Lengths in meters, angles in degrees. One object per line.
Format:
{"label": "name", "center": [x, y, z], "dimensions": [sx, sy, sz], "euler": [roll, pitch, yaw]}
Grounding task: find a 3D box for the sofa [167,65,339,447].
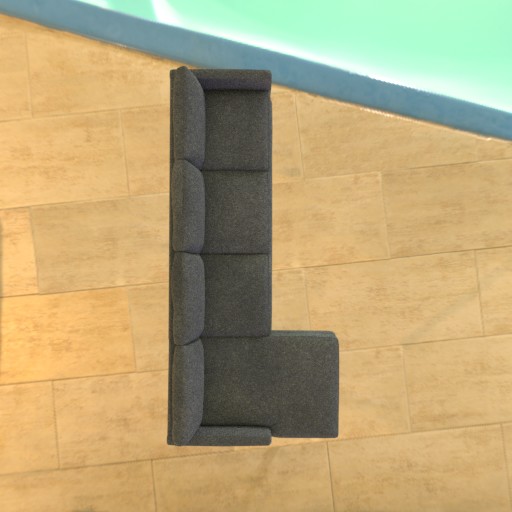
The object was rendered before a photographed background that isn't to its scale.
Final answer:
{"label": "sofa", "center": [0.000, 0.000, 3.575], "dimensions": [1.350, 0.810, 2.932], "euler": [0, 88, 0]}
